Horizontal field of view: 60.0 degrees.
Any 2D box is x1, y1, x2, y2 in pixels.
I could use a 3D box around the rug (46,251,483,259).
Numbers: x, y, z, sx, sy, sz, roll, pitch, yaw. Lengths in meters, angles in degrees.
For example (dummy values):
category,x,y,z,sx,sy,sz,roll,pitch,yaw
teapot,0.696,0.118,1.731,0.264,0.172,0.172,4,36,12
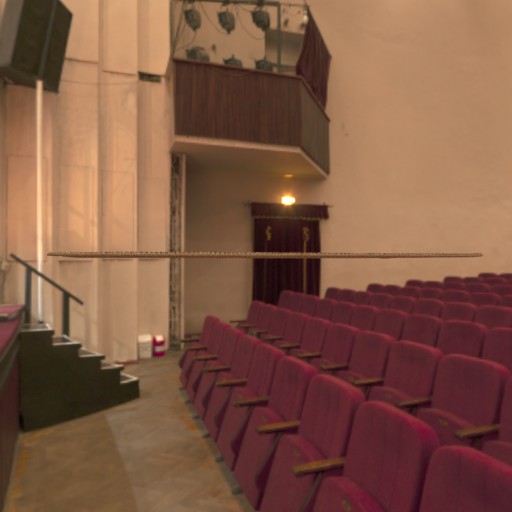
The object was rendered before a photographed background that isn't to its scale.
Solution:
category,x,y,z,sx,sy,sz,roll,pitch,yaw
rug,0.000,0.000,3.059,2.438,0.034,1.521,0,-1,-18
